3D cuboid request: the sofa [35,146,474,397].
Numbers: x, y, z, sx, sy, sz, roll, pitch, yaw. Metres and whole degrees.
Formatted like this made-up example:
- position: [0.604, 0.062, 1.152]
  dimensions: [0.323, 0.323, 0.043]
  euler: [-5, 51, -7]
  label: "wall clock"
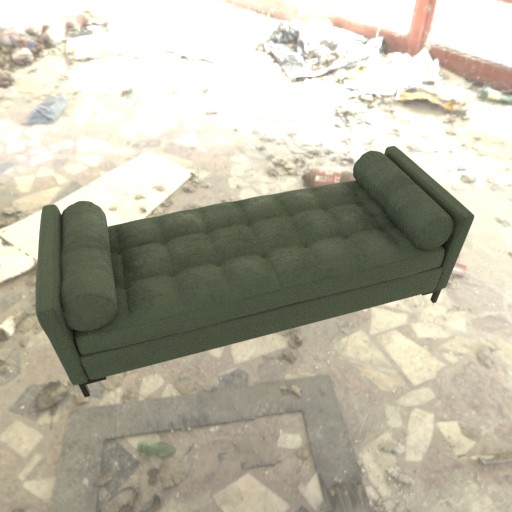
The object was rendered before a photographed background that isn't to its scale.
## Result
- position: [0.000, 0.000, 2.483]
  dimensions: [2.130, 0.681, 0.817]
  euler: [-12, 44, -13]
  label: "sofa"
